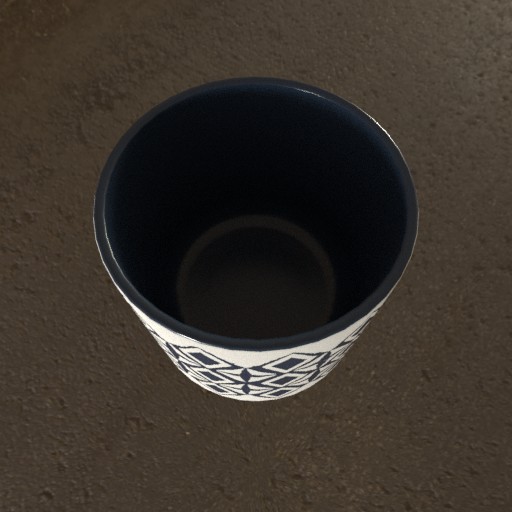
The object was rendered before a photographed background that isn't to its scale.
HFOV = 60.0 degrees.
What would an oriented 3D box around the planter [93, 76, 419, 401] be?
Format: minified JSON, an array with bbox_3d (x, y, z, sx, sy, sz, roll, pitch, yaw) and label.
[{"bbox_3d":[0.000,0.000,0.281,0.159,0.144,0.159,0,64,0],"label":"planter"}]
